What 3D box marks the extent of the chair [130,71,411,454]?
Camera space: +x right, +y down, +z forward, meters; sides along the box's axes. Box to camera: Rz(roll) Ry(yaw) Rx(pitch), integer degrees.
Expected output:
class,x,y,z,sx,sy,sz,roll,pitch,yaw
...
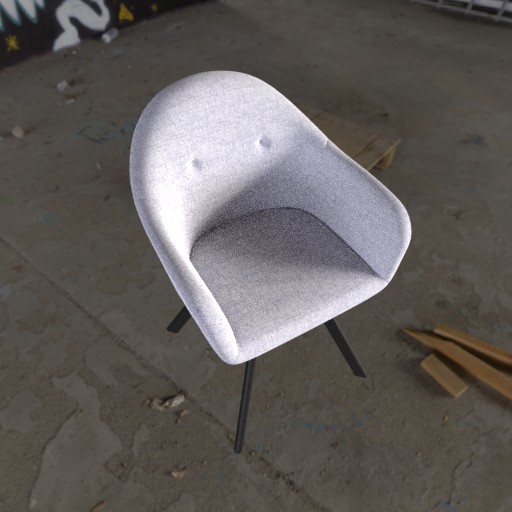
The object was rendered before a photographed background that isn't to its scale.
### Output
class,x,y,z,sx,sy,sz,roll,pitch,yaw
chair,0.000,0.000,1.166,0.540,0.780,0.570,-23,49,-21
